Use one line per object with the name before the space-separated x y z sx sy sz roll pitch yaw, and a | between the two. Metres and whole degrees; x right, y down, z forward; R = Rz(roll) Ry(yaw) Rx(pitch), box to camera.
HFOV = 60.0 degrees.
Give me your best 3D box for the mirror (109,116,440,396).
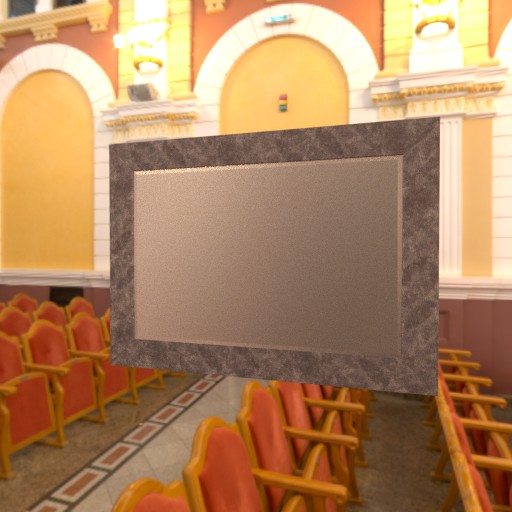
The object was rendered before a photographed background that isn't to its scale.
mirror | 0.000 0.000 1.440 1.101 0.795 0.022 0 1 18
